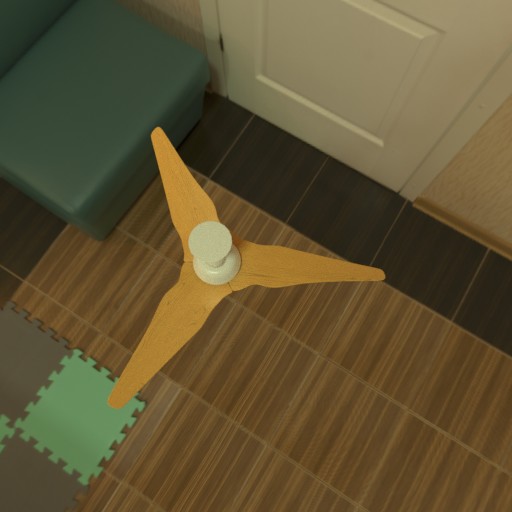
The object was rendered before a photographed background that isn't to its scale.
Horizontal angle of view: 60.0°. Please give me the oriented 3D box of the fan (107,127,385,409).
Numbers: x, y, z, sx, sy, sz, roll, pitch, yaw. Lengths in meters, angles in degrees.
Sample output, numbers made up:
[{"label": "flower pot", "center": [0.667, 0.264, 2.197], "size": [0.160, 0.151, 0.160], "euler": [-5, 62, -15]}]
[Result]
[{"label": "fan", "center": [0.000, 0.000, 1.641], "size": [1.010, 0.355, 1.142], "euler": [3, 75, 1]}]
